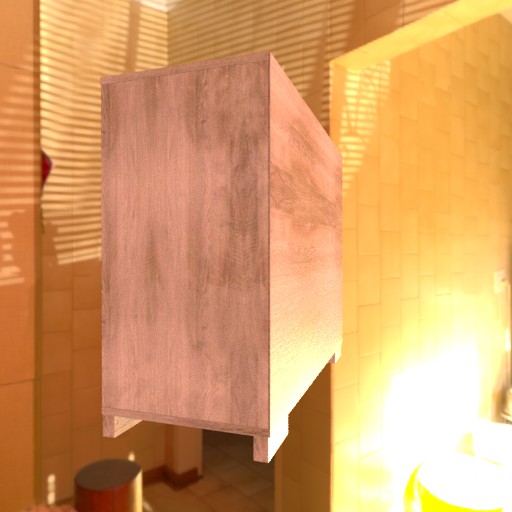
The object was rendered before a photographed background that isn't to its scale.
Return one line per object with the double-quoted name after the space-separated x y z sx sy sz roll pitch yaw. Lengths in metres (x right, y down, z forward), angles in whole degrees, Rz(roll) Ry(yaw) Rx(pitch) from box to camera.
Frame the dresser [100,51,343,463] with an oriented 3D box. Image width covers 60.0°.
0.000 0.000 1.410 0.404 0.816 0.994 0 0 19 "dresser"
